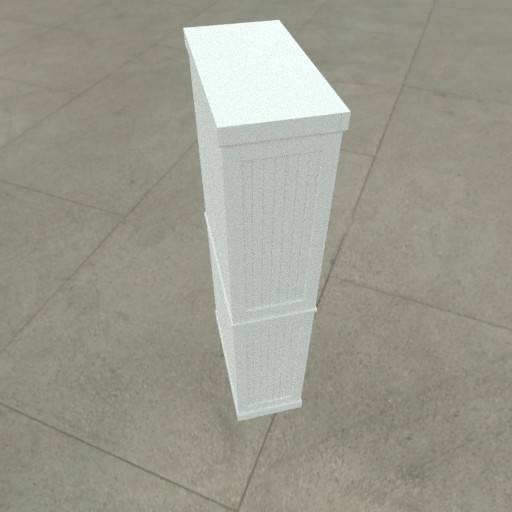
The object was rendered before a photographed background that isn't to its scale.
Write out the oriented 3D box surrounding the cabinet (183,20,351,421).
[{"bbox_3d":[0.000,0.000,2.118,0.390,1.829,0.754,-10,47,-9],"label":"cabinet"}]
